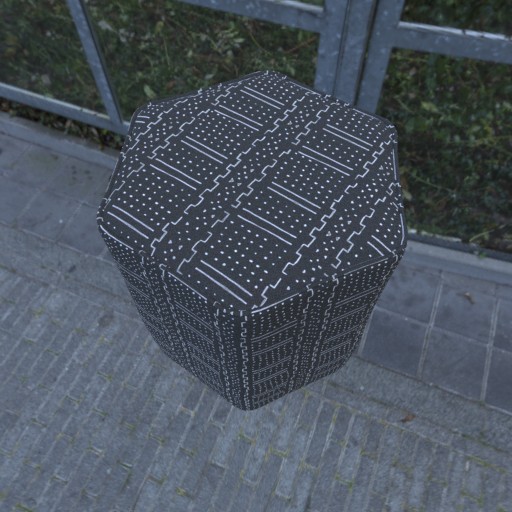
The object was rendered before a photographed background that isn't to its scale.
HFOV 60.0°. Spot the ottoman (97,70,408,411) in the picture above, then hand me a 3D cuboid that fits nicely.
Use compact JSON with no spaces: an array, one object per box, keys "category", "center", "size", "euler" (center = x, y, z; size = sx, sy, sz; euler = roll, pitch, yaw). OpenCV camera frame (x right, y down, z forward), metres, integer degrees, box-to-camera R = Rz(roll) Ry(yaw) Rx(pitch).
[{"category":"ottoman","center":[0.000,0.000,0.867],"size":[0.494,0.502,0.443],"euler":[31,62,18]}]
